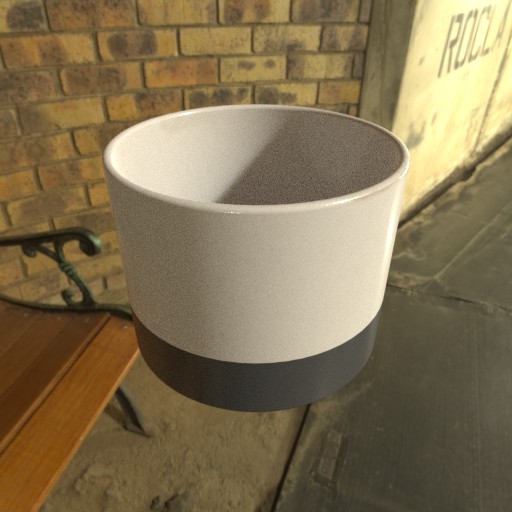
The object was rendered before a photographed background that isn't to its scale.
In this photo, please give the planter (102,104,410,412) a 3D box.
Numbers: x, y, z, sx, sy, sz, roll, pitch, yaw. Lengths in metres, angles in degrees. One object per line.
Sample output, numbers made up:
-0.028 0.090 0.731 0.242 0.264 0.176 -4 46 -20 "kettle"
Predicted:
0.000 0.000 0.335 0.193 0.177 0.193 0 33 0 "planter"
